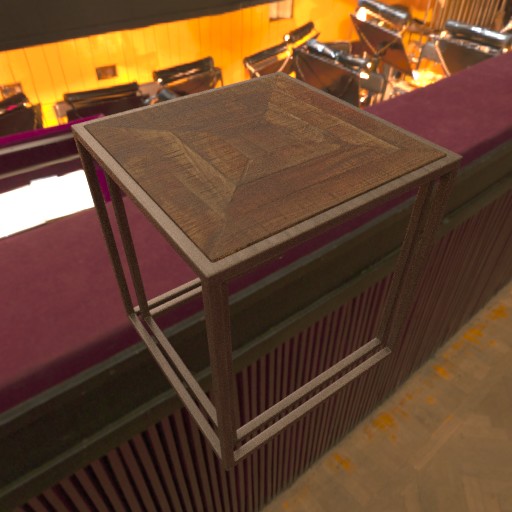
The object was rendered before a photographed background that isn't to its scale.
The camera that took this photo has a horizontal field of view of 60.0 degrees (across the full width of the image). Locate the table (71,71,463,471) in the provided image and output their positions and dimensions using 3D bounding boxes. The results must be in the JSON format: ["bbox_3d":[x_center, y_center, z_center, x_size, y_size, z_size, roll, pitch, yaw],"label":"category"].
[{"bbox_3d":[0.000,0.000,0.872,0.449,0.500,0.450,-25,47,-26],"label":"table"}]
